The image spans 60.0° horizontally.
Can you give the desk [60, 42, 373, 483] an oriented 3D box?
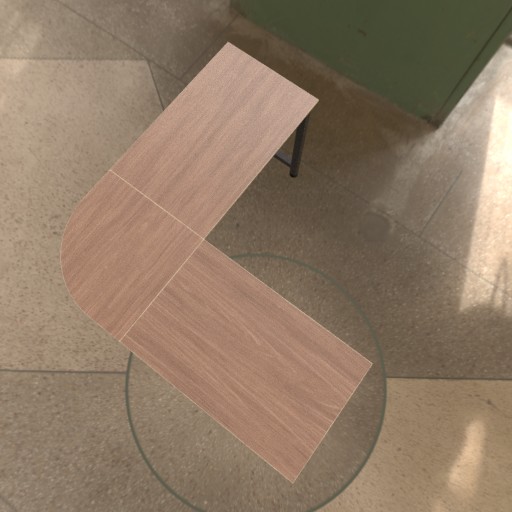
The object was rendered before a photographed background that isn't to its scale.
[{"bbox_3d":[0.000,0.000,2.271,1.400,0.762,1.400,36,78,9],"label":"desk"}]
